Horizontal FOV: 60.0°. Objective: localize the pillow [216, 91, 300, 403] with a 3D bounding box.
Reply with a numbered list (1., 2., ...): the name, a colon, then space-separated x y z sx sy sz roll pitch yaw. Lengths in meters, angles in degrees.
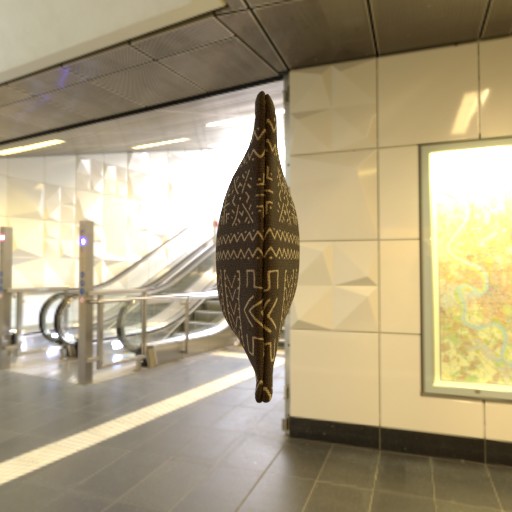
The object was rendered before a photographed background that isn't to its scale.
1. pillow: 0.000 0.000 0.776 0.135 0.322 0.667 0 -2 0
